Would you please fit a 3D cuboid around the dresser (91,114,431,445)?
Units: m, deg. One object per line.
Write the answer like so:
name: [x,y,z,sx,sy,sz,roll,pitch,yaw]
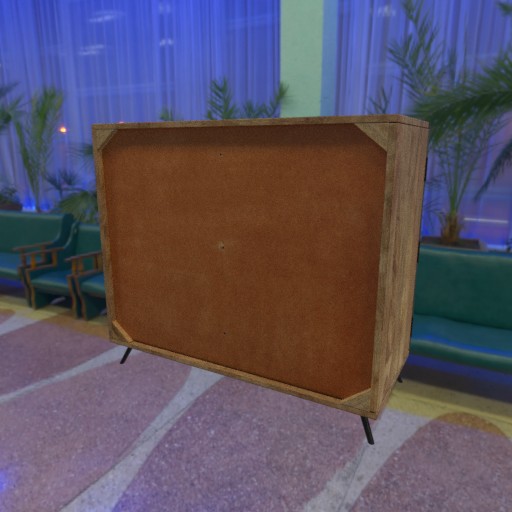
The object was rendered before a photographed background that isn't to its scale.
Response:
dresser: [0.000,0.000,1.475,0.967,0.847,0.446,8,16,28]
